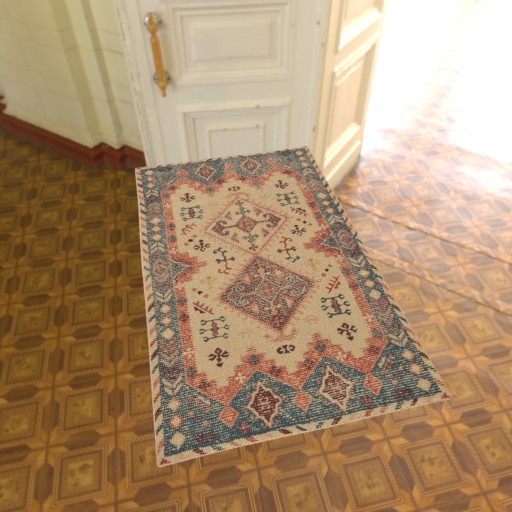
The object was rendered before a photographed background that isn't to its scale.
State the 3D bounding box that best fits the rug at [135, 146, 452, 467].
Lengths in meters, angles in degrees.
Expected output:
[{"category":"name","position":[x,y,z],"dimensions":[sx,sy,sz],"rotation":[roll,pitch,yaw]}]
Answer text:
[{"category":"rug","position":[0.000,0.000,3.013],"dimensions":[1.521,0.023,2.464],"rotation":[-10,47,-9]}]
